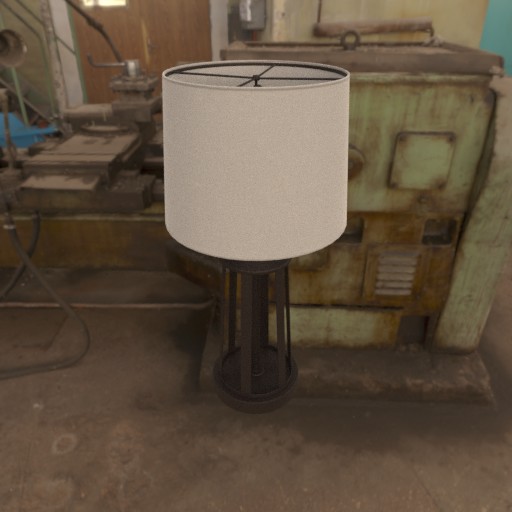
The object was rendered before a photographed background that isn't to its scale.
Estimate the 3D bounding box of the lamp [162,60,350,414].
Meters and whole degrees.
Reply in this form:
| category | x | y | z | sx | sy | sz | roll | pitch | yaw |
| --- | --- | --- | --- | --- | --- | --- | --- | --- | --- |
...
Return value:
| category | x | y | z | sx | sy | sz | roll | pitch | yaw |
| --- | --- | --- | --- | --- | --- | --- | --- | --- | --- |
| lamp | 0.000 | 0.000 | 0.656 | 0.251 | 0.509 | 0.251 | 0 | 30 | 0 |
